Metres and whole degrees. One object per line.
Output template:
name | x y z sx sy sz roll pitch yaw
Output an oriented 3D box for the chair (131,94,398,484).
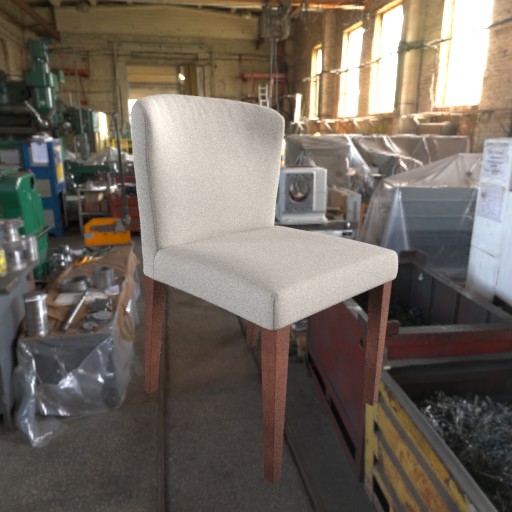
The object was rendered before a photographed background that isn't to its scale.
chair | 0.000 0.000 1.183 0.491 0.839 0.592 -15 21 -43
